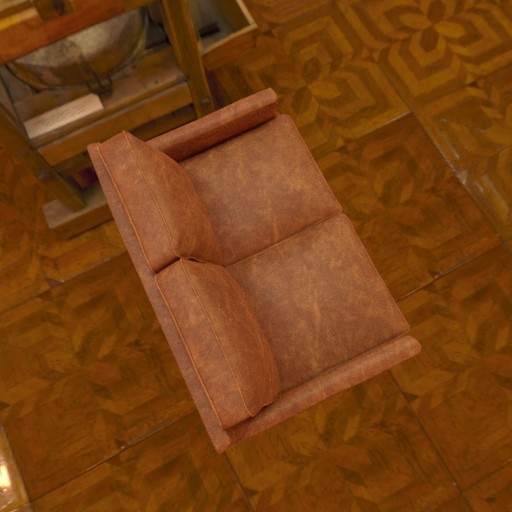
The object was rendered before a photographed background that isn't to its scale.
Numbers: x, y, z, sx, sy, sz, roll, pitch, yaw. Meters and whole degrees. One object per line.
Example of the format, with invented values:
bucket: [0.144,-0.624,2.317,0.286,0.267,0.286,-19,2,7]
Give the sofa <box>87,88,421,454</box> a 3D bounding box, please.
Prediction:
sofa: [0.000,0.000,2.317,1.084,1.003,1.597,-25,77,-6]
